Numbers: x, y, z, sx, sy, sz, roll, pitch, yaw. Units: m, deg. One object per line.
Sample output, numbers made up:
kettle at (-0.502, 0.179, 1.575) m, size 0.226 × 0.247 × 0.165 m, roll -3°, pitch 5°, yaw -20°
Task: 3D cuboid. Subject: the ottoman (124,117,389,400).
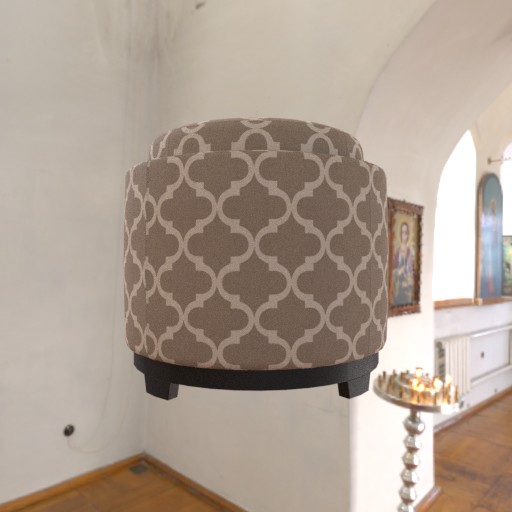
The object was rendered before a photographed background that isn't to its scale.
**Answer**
ottoman at (0.000, 0.000, 0.838) m, size 0.480 × 0.429 × 0.480 m, roll 0°, pitch 0°, yaw 0°
